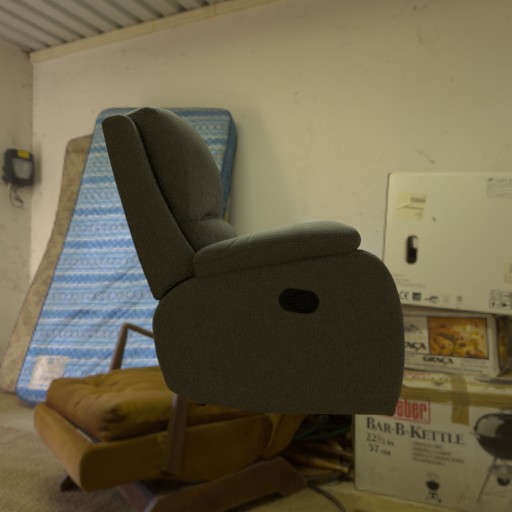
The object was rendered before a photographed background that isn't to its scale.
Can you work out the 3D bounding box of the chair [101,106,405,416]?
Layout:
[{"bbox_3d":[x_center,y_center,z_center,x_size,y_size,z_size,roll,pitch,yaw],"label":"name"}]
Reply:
[{"bbox_3d":[0.000,0.000,1.711,0.899,1.011,0.930,0,-1,1],"label":"chair"}]
